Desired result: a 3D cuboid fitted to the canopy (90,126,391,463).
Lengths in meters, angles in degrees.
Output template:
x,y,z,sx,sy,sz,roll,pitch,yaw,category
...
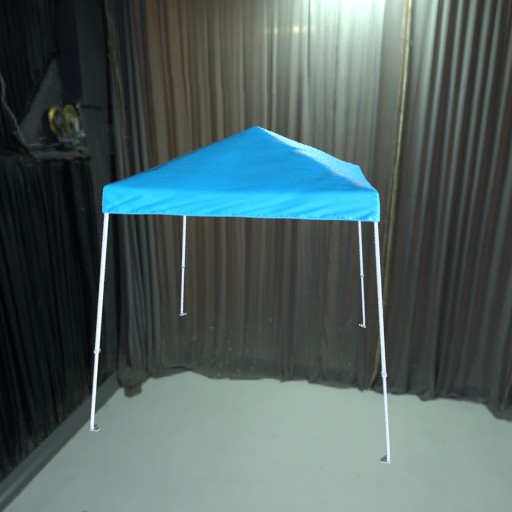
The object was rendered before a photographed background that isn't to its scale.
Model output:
x,y,z,sx,sy,sz,roll,pitch,yaw,category
0.000,0.000,5.063,2.849,2.849,2.848,3,17,9,canopy
